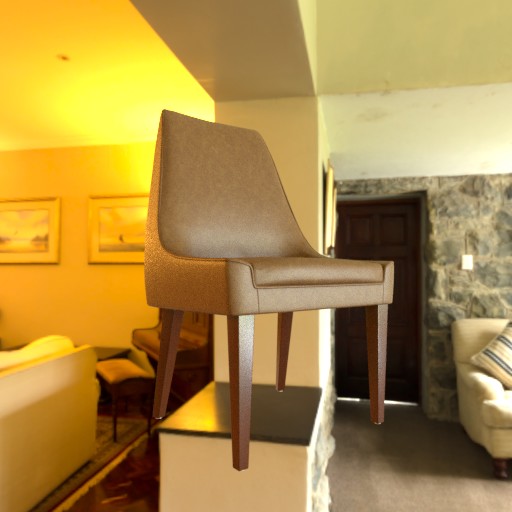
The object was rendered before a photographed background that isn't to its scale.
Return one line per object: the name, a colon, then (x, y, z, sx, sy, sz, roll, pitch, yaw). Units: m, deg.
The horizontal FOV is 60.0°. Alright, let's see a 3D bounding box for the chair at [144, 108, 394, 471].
chair: (0.000, 0.000, 1.198, 0.529, 0.861, 0.544, 1, -2, -38)
